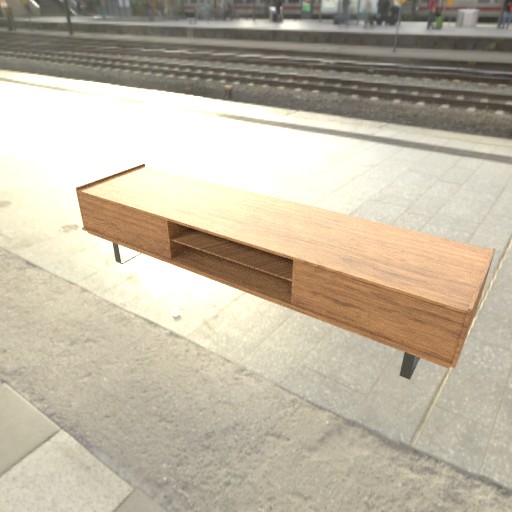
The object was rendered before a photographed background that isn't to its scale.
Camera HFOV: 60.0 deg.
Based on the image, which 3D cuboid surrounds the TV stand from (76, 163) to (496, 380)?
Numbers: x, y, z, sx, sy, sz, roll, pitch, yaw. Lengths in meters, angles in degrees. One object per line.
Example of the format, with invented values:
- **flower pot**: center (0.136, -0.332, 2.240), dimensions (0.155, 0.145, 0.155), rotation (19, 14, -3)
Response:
- **TV stand**: center (0.000, 0.000, 1.980), dimensions (1.796, 0.415, 0.467), rotation (18, 34, 28)
